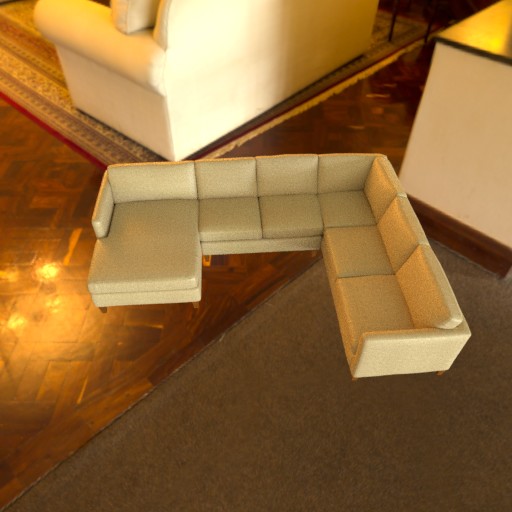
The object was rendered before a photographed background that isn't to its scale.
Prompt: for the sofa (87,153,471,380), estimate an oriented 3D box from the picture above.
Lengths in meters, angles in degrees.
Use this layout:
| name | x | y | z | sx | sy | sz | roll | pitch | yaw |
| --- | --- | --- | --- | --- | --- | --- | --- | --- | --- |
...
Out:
| name | x | y | z | sx | sy | sz | roll | pitch | yaw |
| --- | --- | --- | --- | --- | --- | --- | --- | --- | --- |
| sofa | 0.000 | 0.000 | 4.657 | 3.460 | 0.961 | 2.594 | -3 | 47 | -3 |
